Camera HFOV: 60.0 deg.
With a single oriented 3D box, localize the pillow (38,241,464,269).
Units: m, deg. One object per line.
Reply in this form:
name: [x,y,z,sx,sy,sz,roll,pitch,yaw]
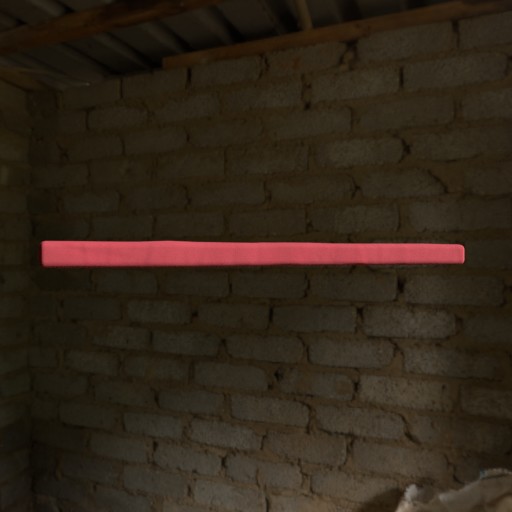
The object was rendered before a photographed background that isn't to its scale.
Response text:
pillow: [0.000,0.000,1.357,1.187,0.081,0.492,0,0,-18]
